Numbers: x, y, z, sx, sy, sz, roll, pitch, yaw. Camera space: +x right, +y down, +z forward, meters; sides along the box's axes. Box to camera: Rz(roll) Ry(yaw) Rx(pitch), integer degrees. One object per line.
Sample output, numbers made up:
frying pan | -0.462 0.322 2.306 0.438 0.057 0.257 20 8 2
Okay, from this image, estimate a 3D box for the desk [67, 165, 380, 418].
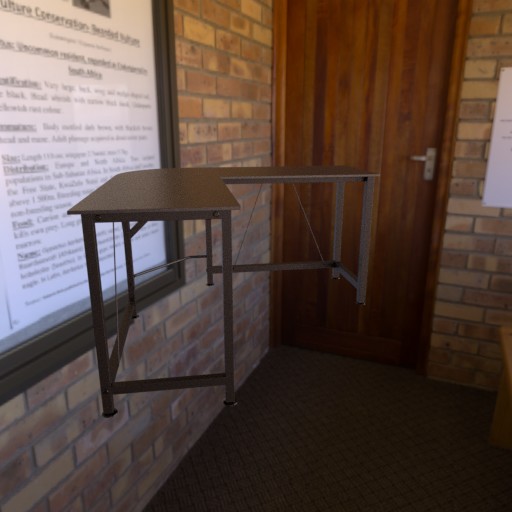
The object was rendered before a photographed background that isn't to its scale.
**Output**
desk | 0.000 0.000 2.241 1.400 0.762 1.400 -3 17 -9
